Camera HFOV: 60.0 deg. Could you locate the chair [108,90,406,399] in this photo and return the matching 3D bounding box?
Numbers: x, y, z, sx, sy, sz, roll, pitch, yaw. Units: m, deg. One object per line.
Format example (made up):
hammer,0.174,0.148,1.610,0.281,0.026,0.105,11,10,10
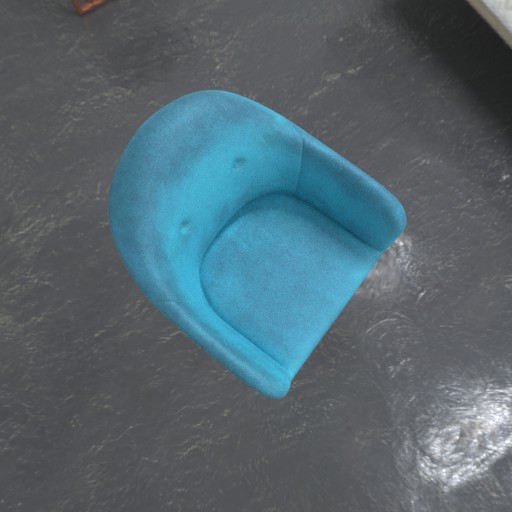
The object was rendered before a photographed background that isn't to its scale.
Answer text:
chair,0.000,0.000,1.189,0.570,0.780,0.540,37,79,9
